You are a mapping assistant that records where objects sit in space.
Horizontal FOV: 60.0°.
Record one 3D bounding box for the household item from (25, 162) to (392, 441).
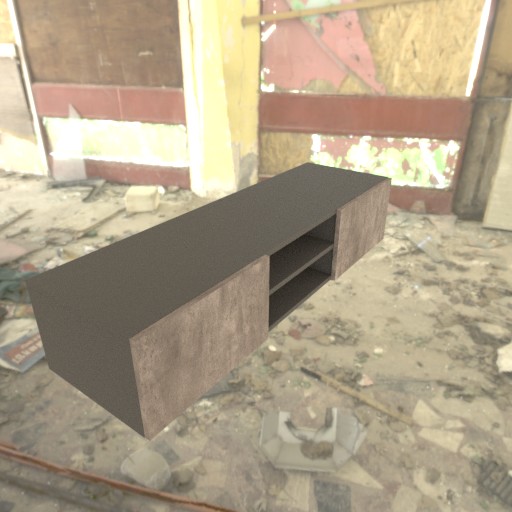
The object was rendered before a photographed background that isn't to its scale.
[{"bbox_3d":[0.000,0.000,1.582,0.420,0.310,1.400,19,32,32],"label":"household item"}]
